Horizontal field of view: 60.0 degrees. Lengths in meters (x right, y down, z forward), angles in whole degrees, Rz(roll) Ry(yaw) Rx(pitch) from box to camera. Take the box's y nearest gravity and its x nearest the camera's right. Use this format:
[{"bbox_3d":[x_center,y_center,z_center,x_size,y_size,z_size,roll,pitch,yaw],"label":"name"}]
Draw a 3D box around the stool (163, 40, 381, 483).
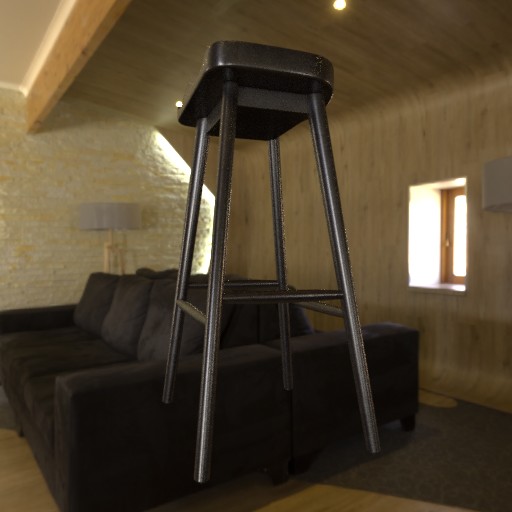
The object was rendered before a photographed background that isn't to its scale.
[{"bbox_3d":[0.000,0.000,0.989,0.361,0.749,0.440,0,0,-19],"label":"stool"}]
